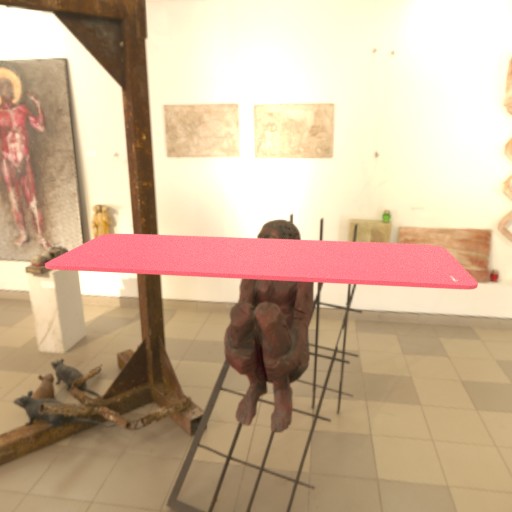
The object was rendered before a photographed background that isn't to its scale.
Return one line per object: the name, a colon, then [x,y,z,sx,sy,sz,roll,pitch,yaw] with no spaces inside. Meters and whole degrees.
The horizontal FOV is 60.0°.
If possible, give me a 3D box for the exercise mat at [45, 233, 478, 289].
exercise mat: [0.000,0.000,2.150,1.884,0.021,0.616,2,17,8]
